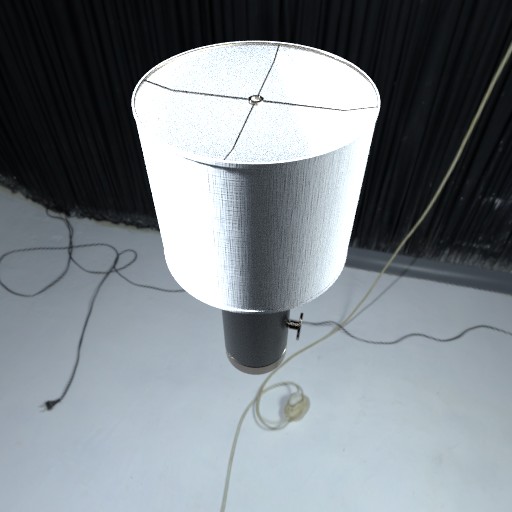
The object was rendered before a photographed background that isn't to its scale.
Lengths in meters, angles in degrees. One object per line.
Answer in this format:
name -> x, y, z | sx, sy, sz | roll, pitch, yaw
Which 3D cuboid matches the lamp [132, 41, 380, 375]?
lamp -> 0.000, 0.000, 0.615 | 0.240, 0.482, 0.241 | 10, 48, 9
